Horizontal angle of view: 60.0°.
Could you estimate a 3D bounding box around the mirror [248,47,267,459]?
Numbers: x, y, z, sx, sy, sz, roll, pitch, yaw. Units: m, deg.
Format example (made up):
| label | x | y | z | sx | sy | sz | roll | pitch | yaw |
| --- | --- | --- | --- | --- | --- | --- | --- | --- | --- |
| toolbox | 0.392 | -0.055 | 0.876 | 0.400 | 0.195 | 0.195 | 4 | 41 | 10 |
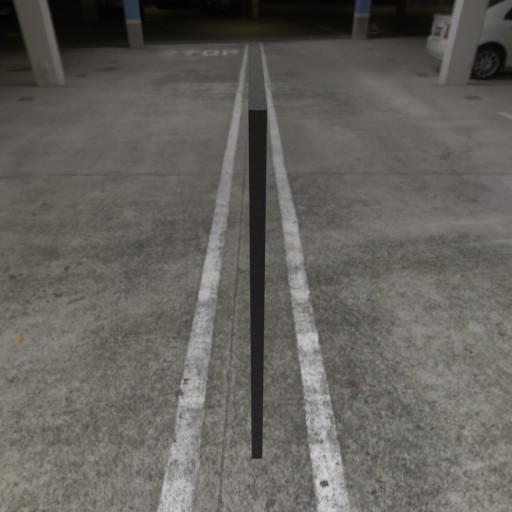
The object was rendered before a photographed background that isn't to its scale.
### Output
| label | x | y | z | sx | sy | sz | roll | pitch | yaw |
| --- | --- | --- | --- | --- | --- | --- | --- | --- | --- |
| mirror | 0.000 | 0.000 | 1.546 | 0.038 | 1.219 | 0.762 | 0 | 34 | 0 |
